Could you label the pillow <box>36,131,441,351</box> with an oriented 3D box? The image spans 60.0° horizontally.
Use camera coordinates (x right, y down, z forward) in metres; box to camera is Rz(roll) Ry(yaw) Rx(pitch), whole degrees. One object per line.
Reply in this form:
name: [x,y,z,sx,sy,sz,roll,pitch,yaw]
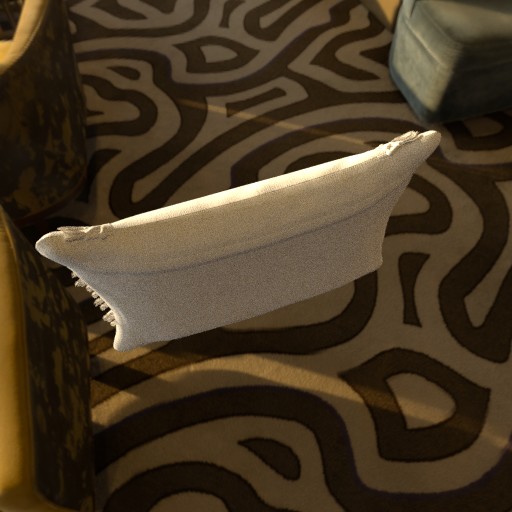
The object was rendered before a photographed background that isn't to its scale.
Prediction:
pillow: [0.000,0.000,0.602,0.466,0.305,0.084,-17,59,-11]
